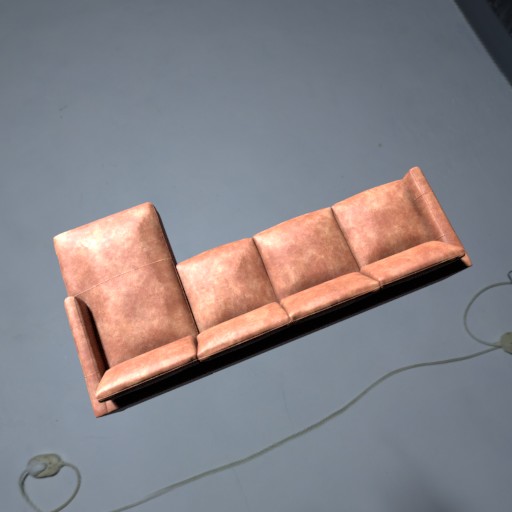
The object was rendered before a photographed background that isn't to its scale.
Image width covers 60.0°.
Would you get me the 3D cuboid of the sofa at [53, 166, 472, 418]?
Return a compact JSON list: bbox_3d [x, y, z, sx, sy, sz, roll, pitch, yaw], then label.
[{"bbox_3d":[0.000,0.000,3.600,2.993,0.859,1.471,-21,76,-5],"label":"sofa"}]
